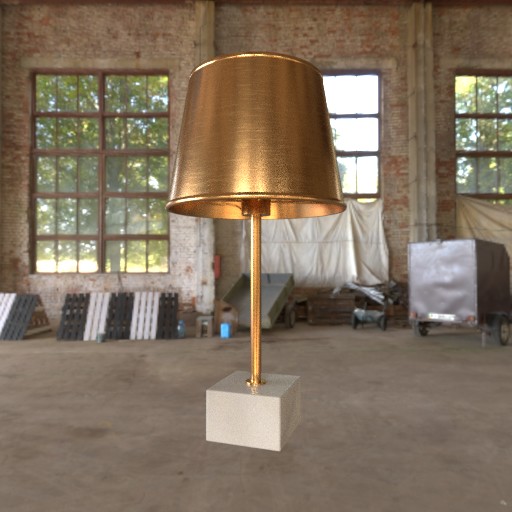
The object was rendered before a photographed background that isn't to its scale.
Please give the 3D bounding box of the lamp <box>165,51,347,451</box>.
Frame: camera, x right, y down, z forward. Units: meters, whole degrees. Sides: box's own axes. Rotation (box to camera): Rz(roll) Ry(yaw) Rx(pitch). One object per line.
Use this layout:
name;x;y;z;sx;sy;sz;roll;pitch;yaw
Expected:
lamp;0.000;0.000;0.517;0.208;0.406;0.208;0;-1;0
